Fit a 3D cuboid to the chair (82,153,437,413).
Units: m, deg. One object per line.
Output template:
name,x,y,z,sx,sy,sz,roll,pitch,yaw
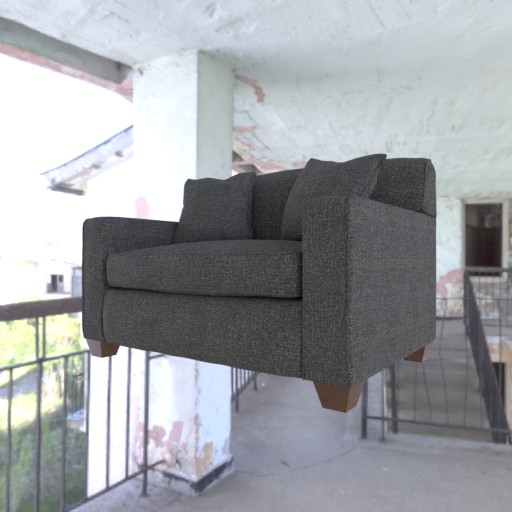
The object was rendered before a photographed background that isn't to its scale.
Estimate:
chair,0.000,0.000,2.061,1.383,0.948,1.000,0,0,36
